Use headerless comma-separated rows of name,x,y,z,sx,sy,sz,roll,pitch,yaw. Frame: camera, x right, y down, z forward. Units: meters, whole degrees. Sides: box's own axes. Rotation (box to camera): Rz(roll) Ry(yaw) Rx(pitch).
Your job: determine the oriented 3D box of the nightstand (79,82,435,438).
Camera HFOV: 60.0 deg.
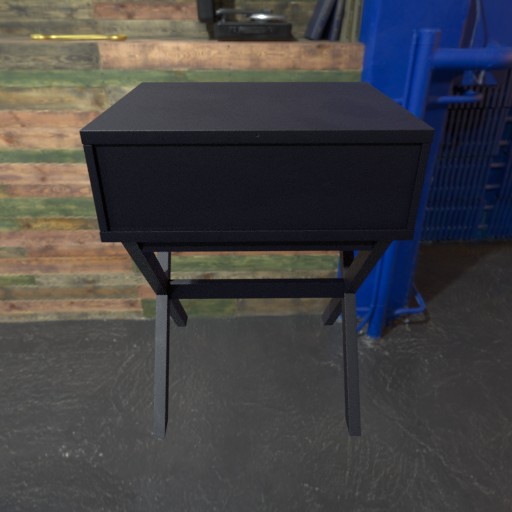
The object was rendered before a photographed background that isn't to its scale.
nightstand,0.000,0.000,0.924,0.479,0.623,0.402,0,30,-1
